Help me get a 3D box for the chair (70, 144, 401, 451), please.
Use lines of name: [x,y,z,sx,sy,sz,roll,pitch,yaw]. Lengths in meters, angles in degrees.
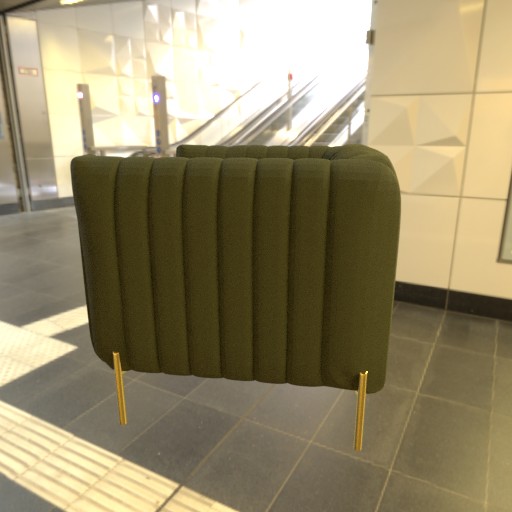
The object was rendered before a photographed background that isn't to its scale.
chair: [0.000,0.000,1.637,0.877,0.794,1.032,3,16,9]
